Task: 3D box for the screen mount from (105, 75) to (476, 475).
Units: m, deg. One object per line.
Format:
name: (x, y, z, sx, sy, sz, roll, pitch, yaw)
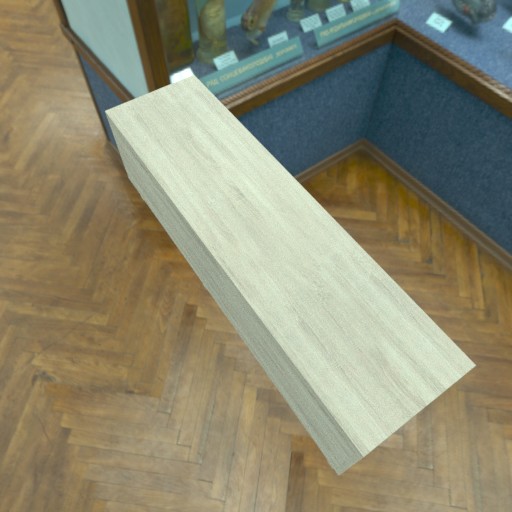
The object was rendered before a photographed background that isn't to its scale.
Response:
screen mount: (0.000, 0.000, 1.669, 0.400, 0.510, 1.500, -30, 62, -18)
